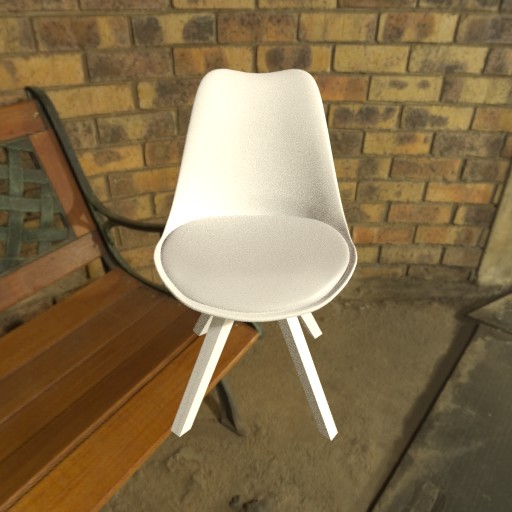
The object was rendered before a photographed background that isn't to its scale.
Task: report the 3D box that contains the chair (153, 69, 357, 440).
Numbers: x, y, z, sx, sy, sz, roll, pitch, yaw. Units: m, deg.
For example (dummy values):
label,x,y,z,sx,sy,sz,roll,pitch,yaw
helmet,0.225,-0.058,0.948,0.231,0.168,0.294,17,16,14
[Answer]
label,x,y,z,sx,sy,sz,roll,pitch,yaw
chair,0.000,0.000,1.176,0.485,0.850,0.550,1,31,1
